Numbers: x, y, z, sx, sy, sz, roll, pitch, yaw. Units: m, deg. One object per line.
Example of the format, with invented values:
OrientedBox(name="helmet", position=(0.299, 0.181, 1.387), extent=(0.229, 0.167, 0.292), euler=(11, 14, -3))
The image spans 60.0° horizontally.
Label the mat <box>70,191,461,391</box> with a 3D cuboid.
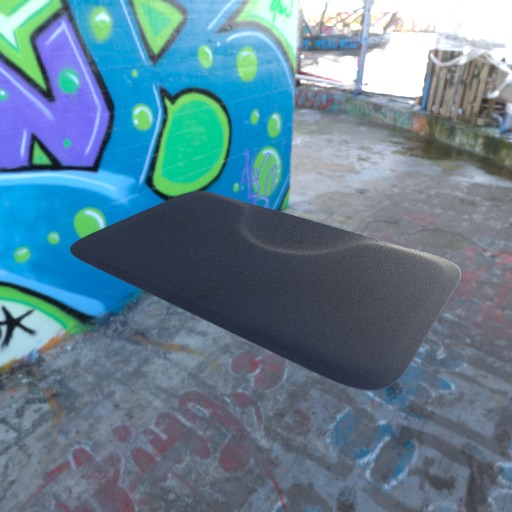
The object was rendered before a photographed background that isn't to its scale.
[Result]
OrientedBox(name="mat", position=(0.000, 0.000, 1.903), extent=(1.524, 0.013, 0.918), euler=(20, 35, 30))
